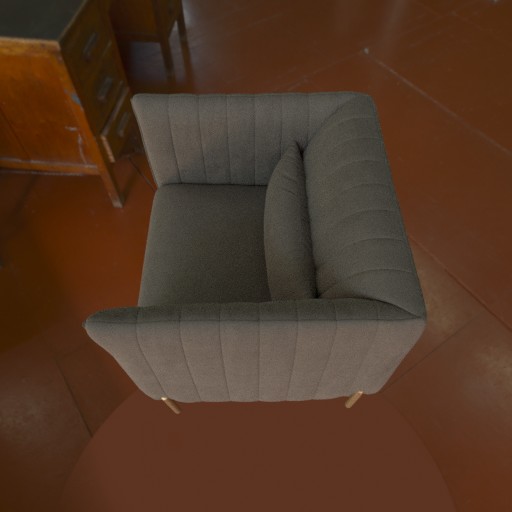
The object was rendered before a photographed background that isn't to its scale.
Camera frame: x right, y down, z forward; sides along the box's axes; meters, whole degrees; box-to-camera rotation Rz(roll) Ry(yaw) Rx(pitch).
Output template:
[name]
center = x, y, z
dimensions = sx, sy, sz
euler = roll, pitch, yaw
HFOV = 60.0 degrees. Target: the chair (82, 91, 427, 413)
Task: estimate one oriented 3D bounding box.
[chair]
center = 0.000, 0.000, 1.641
dimensions = 0.873, 0.779, 0.981
euler = -1, 57, -1
